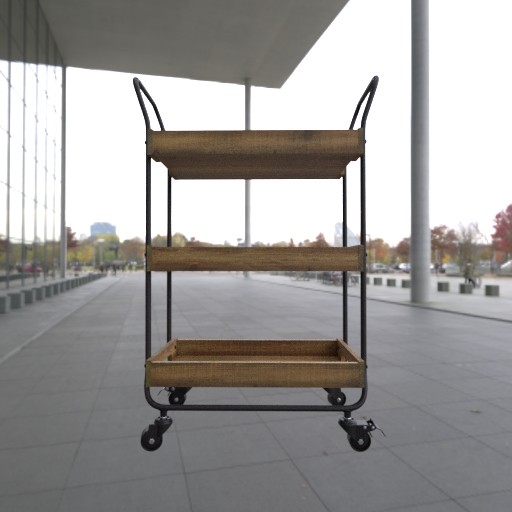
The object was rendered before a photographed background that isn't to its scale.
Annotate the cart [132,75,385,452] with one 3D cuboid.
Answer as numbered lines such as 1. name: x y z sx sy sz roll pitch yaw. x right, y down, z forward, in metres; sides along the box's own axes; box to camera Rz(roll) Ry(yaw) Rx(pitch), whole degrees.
1. cart: 0.000 0.000 1.132 0.583 0.857 0.339 0 -1 1
